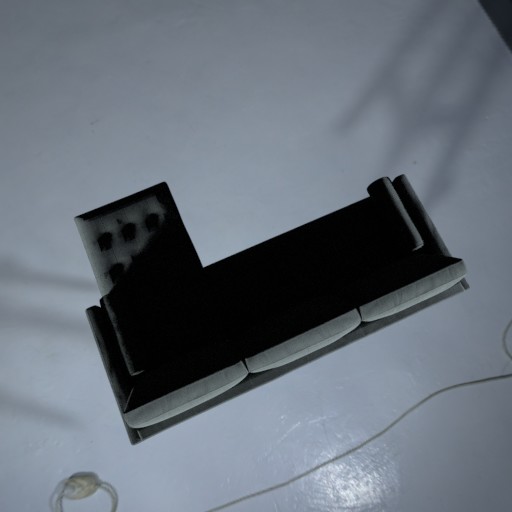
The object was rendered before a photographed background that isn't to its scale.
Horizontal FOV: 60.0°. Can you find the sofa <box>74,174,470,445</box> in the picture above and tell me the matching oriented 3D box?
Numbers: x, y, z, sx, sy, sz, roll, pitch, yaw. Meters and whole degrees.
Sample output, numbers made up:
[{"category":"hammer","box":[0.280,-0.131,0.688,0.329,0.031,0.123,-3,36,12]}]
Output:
[{"category":"sofa","box":[0.000,0.000,2.880,2.178,0.876,1.506,-23,76,-6]}]
